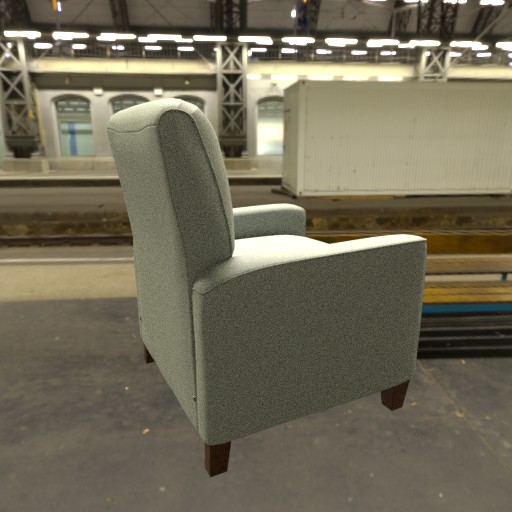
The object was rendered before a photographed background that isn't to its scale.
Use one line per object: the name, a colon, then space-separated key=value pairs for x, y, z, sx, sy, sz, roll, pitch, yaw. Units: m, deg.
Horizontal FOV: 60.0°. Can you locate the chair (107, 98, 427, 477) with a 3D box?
chair: x=0.000 y=0.000 z=1.567 sx=0.846 sy=1.007 sz=0.853 roll=-8 pitch=17 yaw=-26
